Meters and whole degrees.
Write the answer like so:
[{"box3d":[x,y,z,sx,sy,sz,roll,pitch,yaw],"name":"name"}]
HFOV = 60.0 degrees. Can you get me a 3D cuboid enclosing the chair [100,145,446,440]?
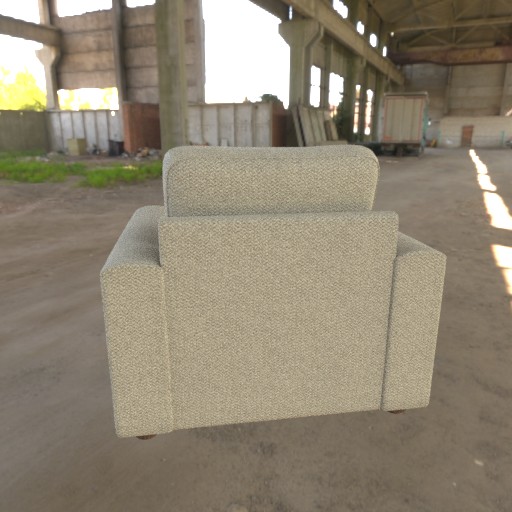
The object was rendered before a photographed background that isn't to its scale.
[{"box3d":[0.000,0.000,1.755,1.005,0.873,1.016,-2,16,-9],"name":"chair"}]
